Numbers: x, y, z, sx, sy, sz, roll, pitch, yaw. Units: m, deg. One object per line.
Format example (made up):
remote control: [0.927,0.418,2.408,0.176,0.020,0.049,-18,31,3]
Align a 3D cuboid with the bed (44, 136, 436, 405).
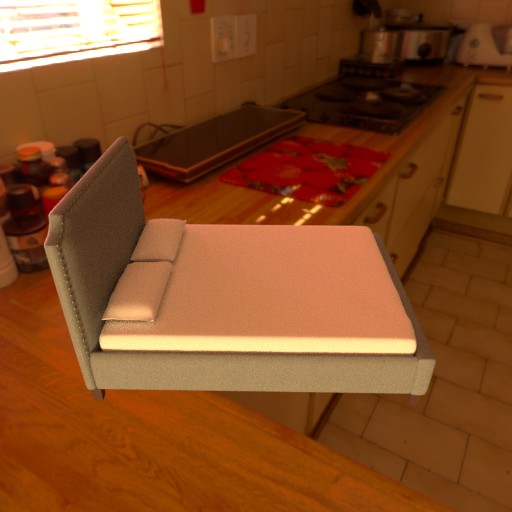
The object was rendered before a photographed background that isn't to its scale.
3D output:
bed: [0.000,0.000,3.449,2.372,1.443,1.712,1,32,1]
